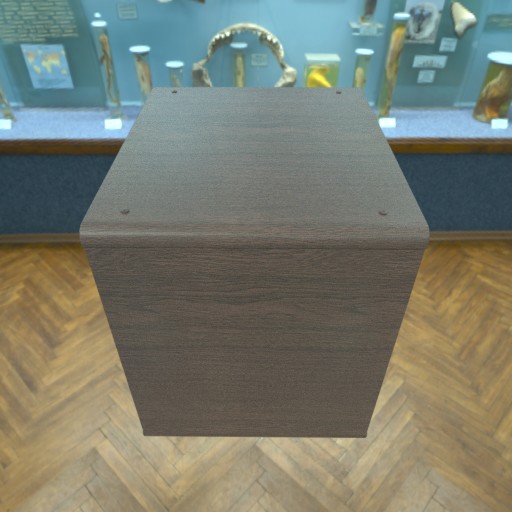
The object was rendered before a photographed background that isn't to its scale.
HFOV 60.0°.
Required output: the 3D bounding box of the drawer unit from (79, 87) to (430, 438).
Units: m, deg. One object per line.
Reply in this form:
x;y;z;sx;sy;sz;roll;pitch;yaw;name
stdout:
0.000;0.000;0.602;0.290;0.344;0.344;0;40;0;drawer unit
